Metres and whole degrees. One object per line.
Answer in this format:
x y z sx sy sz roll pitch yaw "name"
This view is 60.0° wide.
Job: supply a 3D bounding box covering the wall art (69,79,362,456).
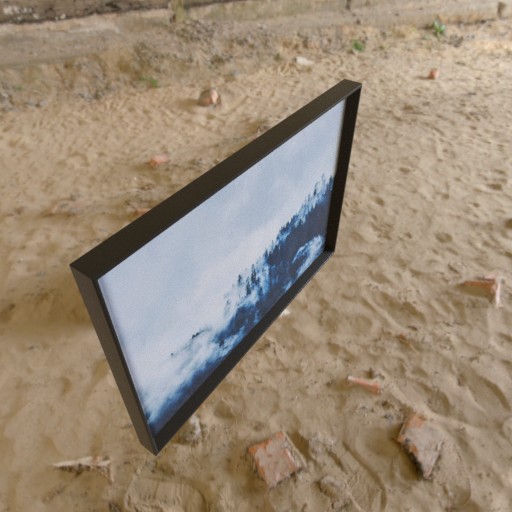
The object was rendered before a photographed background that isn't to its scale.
0.000 0.000 1.188 0.058 0.640 0.939 26 49 25 "wall art"
